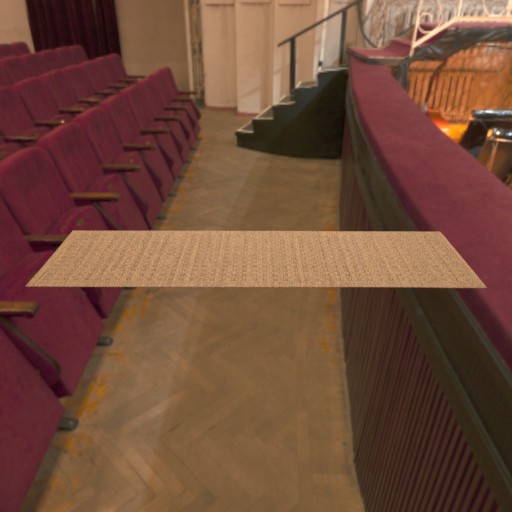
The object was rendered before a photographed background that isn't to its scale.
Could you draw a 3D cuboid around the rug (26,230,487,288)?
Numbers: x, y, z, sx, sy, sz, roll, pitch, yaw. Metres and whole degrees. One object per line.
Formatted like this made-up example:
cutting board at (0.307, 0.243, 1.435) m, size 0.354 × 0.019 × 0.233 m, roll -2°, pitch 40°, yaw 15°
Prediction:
rug at (0.000, 0.000, 2.642) m, size 2.437 × 0.005 × 0.688 m, roll 0°, pitch 29°, yaw 0°
